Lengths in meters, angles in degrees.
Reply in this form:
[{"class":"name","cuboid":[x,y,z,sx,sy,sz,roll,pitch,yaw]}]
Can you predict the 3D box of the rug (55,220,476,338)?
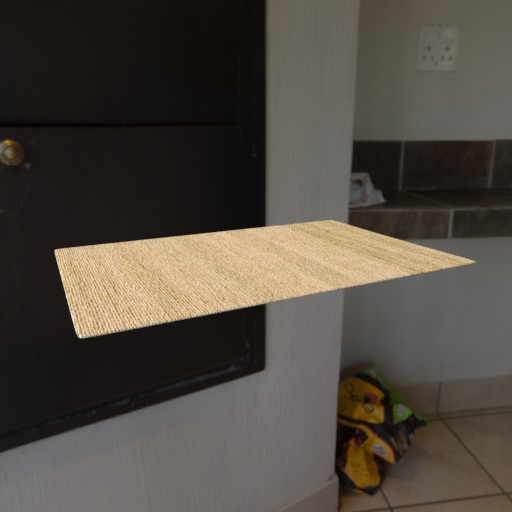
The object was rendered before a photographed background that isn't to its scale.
[{"class":"rug","cuboid":[0.000,0.000,2.181,1.758,0.010,1.143,-8,18,-26]}]
